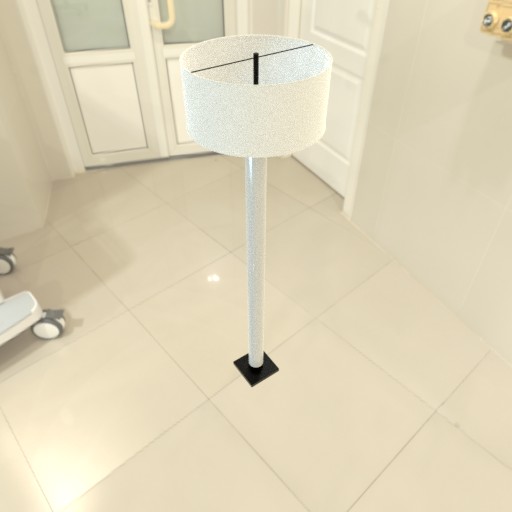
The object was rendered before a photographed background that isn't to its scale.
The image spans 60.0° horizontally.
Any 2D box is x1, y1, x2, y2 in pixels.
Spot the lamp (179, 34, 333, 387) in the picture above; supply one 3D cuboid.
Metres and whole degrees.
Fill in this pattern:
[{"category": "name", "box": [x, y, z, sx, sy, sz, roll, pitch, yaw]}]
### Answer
[{"category": "lamp", "box": [0.000, 0.000, 1.696, 0.420, 1.475, 0.420, -25, 47, -25]}]
